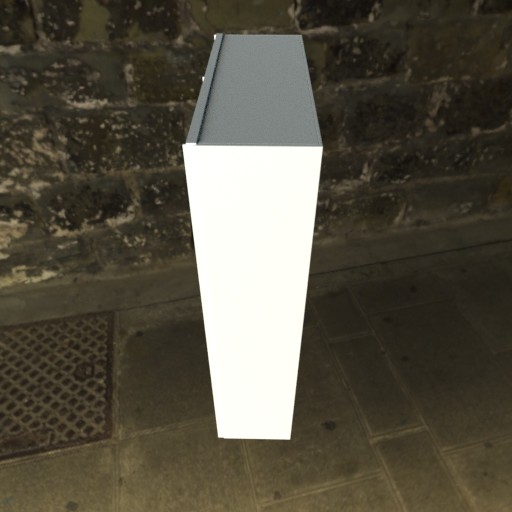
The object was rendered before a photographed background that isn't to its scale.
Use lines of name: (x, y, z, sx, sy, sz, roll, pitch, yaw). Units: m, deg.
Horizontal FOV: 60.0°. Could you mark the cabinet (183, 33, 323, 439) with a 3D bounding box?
cabinet: (0.000, 0.000, 2.692, 0.480, 2.160, 1.250, 1, 42, 1)
